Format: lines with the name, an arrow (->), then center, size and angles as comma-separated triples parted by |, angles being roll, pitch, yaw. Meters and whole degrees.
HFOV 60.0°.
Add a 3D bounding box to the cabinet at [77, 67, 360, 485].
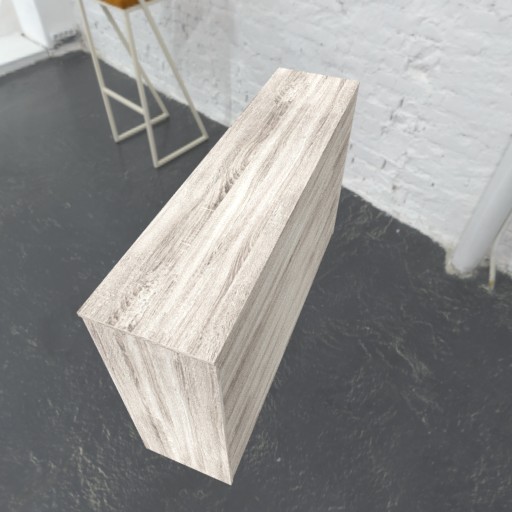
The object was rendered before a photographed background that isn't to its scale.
cabinet -> 0.000, 0.000, 1.814 | 0.380, 0.900, 1.450 | 16, 49, 15
